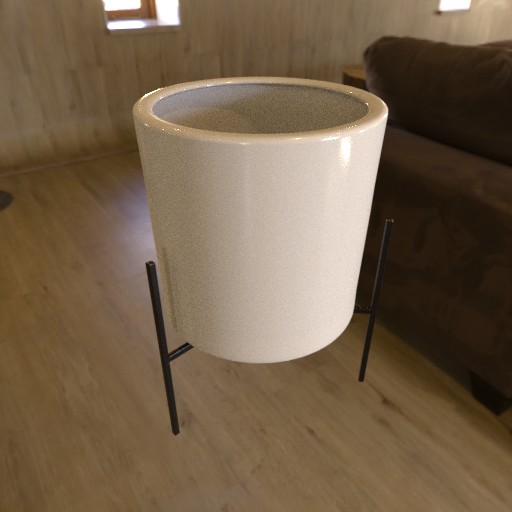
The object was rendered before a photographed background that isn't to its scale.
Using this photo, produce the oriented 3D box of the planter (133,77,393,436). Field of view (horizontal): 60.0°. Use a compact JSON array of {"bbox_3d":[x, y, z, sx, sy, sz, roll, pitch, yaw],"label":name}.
[{"bbox_3d":[0.000,0.000,0.622,0.307,0.431,0.308,-10,34,-16],"label":"planter"}]
